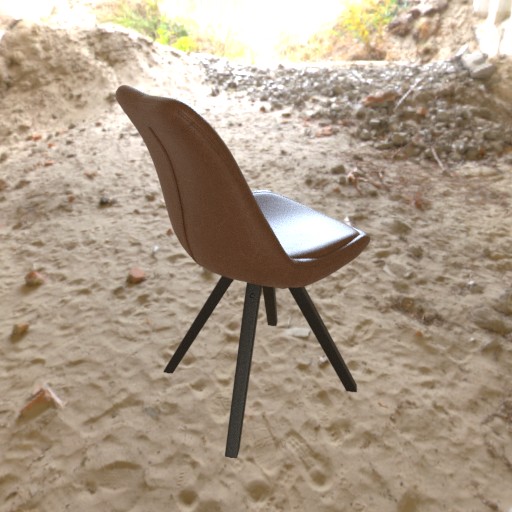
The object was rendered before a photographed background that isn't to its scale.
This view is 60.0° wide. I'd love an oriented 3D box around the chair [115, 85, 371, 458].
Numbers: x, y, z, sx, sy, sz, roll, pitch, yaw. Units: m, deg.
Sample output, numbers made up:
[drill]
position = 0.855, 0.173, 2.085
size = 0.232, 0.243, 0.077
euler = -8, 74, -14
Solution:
[chair]
position = 0.000, 0.000, 1.159
size = 0.550, 0.850, 0.475
euler = -18, 32, -30
